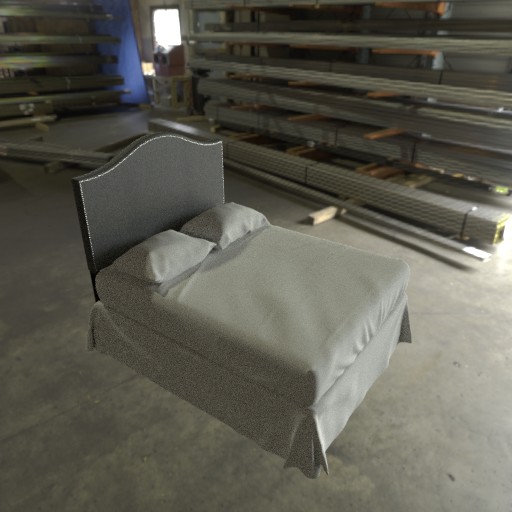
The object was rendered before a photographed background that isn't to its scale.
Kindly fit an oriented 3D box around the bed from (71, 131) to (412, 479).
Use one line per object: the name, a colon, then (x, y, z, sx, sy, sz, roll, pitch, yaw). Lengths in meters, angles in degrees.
bed: (0.000, 0.000, 3.438, 2.221, 1.645, 1.876, 18, 32, 31)
